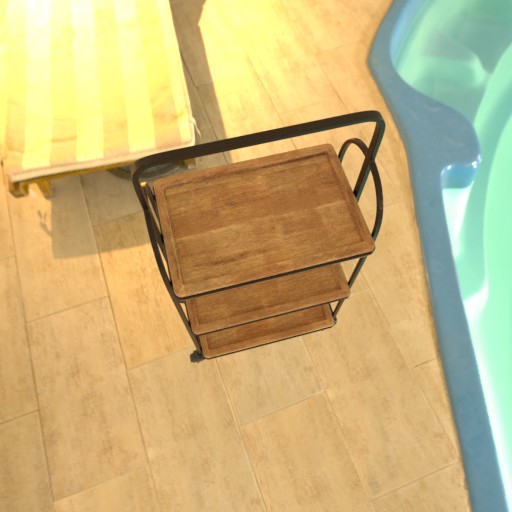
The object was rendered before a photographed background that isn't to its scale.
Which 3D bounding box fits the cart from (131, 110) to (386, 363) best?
[{"bbox_3d":[0.000,0.000,1.251,0.553,1.001,0.327,-13,65,-6],"label":"cart"}]
